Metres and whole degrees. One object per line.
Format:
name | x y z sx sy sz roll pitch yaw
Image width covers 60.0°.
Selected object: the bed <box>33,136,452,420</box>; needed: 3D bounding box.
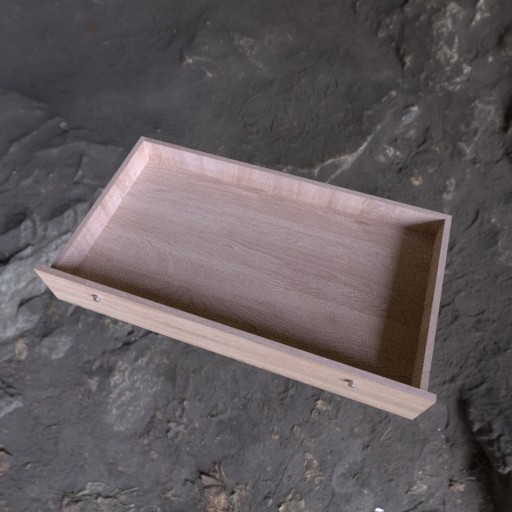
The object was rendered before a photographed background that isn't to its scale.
bed | 0.000 0.000 1.490 1.200 0.209 0.685 16 59 10
